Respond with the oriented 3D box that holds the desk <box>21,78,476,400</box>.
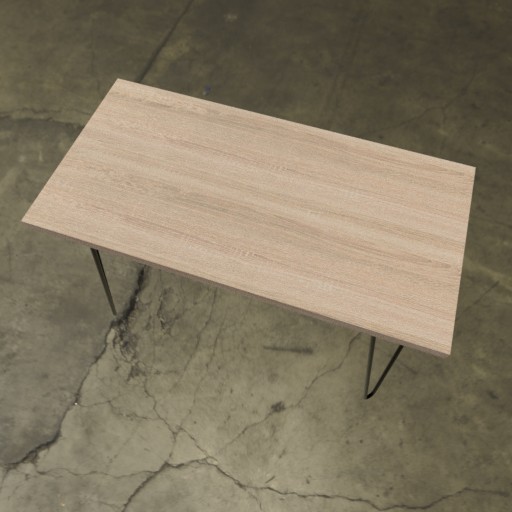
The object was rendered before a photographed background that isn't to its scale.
[{"bbox_3d":[0.000,0.000,1.364,0.991,0.660,0.499,17,64,8],"label":"desk"}]
